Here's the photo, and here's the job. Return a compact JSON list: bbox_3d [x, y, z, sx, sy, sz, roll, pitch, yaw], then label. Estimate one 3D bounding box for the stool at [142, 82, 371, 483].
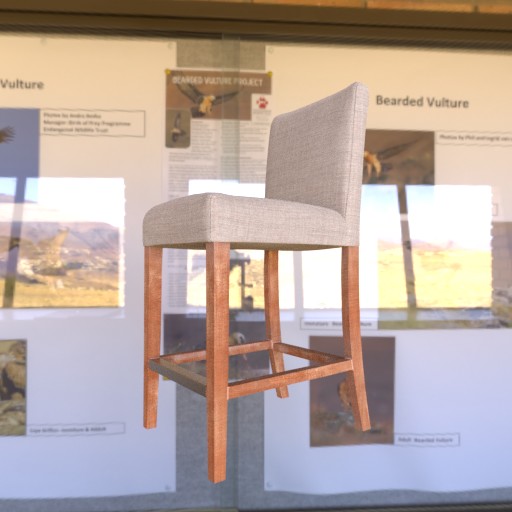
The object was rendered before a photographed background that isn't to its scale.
[{"bbox_3d":[0.000,0.000,1.336,0.567,1.039,0.454,0,-1,-36],"label":"stool"}]
